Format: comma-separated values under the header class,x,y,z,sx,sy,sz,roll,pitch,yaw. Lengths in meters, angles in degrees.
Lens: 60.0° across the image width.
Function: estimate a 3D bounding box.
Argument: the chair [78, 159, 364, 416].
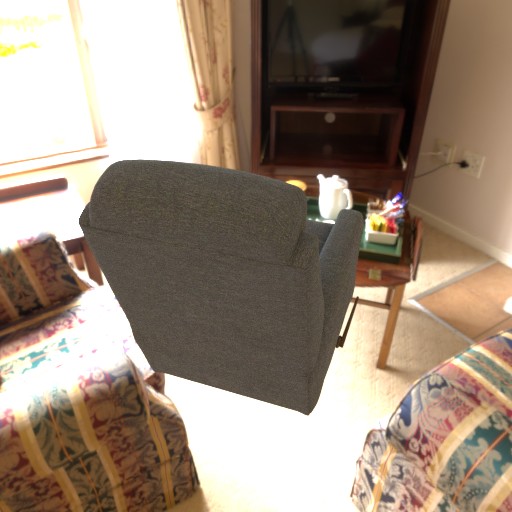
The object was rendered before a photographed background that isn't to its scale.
class,x,y,z,sx,sy,sz,roll,pitch,yaw
chair,0.000,0.000,1.723,0.798,1.013,1.043,11,34,16
